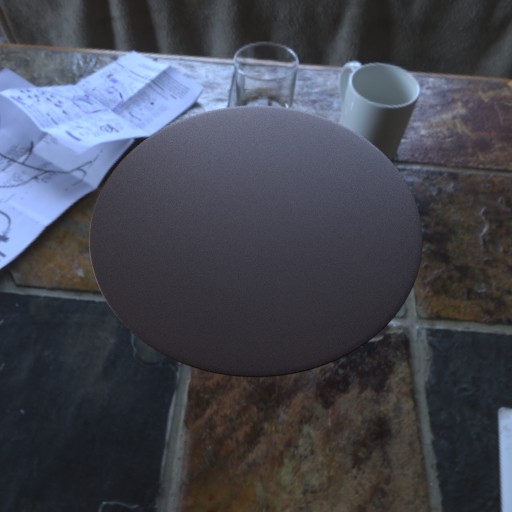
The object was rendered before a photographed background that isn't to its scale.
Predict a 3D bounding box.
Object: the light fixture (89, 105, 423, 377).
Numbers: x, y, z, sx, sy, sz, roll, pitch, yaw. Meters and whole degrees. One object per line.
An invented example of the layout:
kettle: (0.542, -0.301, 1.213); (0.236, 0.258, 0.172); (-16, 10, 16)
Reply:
light fixture: (0.000, 0.000, 0.435); (0.280, 0.135, 0.280); (0, 58, 0)
